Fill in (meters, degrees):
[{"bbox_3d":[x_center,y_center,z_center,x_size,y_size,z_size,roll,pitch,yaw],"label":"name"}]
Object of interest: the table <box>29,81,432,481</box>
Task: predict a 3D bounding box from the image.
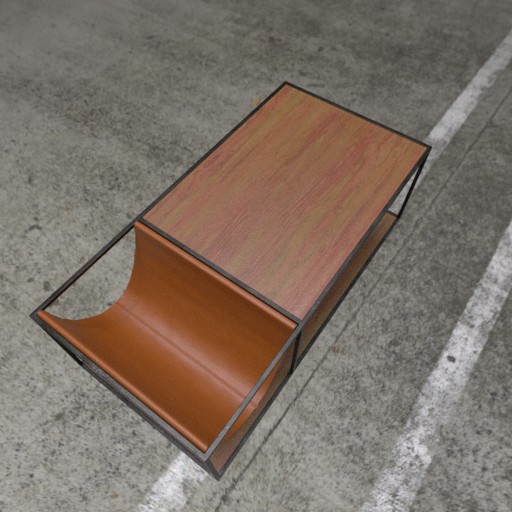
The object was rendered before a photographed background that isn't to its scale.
[{"bbox_3d":[0.000,0.000,1.490,0.597,0.403,1.199,32,63,18],"label":"table"}]
